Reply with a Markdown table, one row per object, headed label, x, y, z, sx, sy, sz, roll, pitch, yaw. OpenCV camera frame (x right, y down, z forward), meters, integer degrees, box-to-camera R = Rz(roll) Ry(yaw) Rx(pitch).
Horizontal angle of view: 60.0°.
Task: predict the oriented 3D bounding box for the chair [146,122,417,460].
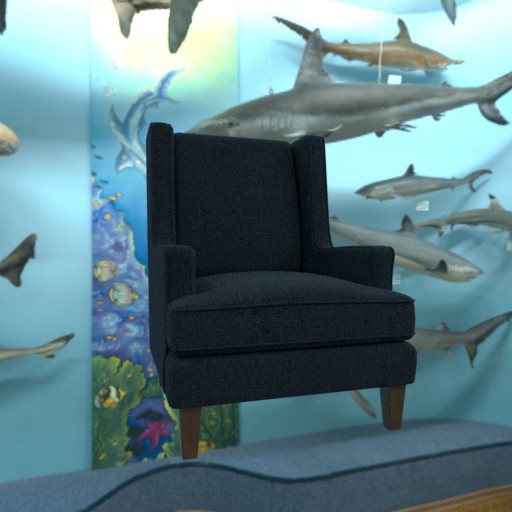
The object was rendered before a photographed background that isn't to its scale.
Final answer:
| label | x | y | z | sx | sy | sz | roll | pitch | yaw |
| --- | --- | --- | --- | --- | --- | --- | --- | --- | --- |
| chair | 0.000 | 0.000 | 1.682 | 0.764 | 1.072 | 0.947 | 0 | 1 | -17 |
